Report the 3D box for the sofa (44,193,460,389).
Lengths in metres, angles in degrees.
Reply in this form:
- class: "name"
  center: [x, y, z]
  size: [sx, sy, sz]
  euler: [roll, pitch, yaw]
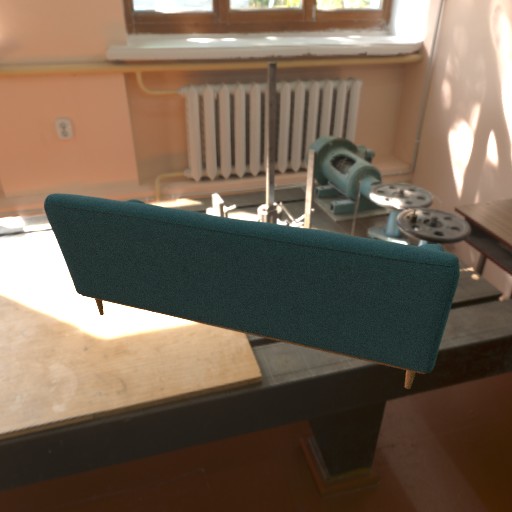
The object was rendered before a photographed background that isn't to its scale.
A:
- class: "sofa"
  center: [0.000, 0.000, 2.571]
  size: [2.057, 0.871, 0.978]
  euler: [10, 32, 16]
